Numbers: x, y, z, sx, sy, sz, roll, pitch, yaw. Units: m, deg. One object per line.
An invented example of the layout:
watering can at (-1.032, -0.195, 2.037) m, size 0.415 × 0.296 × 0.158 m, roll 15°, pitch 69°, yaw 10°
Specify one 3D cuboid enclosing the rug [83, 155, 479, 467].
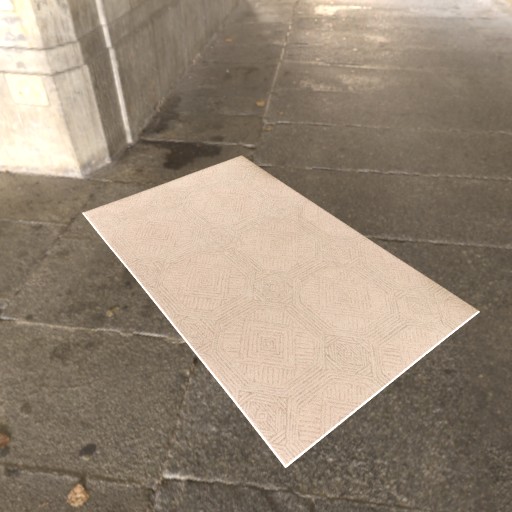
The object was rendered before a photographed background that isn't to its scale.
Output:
rug at (0.000, 0.000, 3.048) m, size 1.524 × 0.008 × 2.440 m, roll -26°, pitch 47°, yaw -27°
